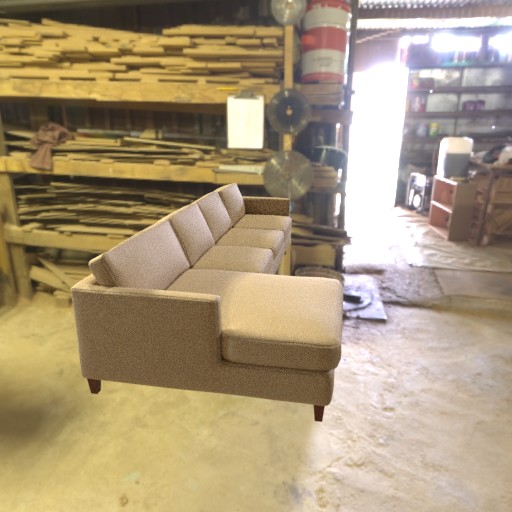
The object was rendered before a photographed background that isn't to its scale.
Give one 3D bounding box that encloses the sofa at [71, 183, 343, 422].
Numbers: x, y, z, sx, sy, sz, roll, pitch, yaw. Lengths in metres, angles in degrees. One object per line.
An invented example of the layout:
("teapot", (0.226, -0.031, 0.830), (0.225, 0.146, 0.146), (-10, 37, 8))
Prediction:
("sofa", (0.000, 0.000, 3.839), (1.502, 0.876, 3.201), (3, 17, 11))
